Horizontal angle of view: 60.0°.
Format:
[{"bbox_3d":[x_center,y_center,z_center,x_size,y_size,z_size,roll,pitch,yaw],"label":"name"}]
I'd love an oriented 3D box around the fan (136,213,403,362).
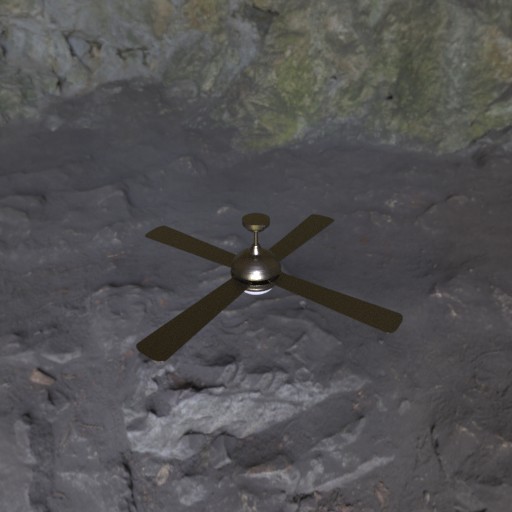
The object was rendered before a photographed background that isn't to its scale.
[{"bbox_3d":[0.000,0.000,2.044,1.321,0.381,1.321,-20,37,-29],"label":"fan"}]
